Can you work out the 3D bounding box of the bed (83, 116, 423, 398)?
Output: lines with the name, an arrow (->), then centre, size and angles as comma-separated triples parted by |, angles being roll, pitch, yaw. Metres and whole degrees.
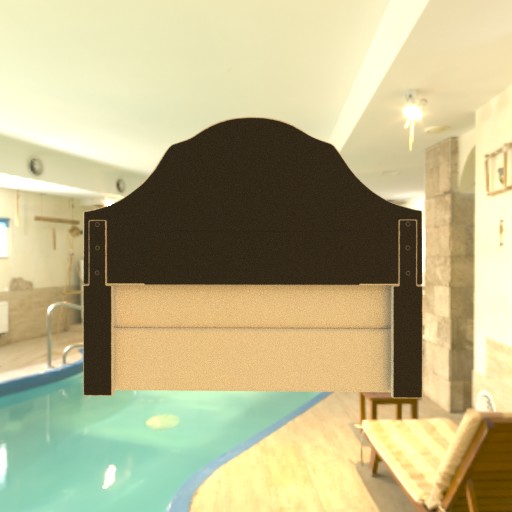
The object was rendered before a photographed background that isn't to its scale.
bed -> 0.000, 0.000, 3.648 | 2.008, 1.615, 2.214 | 0, 0, 1
